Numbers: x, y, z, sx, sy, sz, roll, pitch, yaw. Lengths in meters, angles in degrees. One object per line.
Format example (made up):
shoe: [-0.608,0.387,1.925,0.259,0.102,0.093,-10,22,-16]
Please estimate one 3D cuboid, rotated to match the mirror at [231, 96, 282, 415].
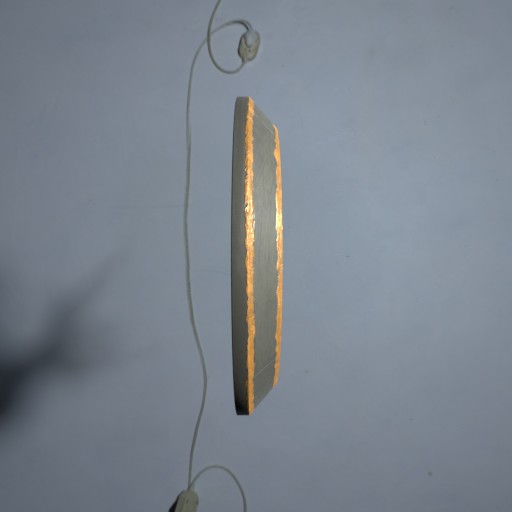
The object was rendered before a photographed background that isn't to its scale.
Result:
mirror: [0.000,0.000,1.341,0.111,0.907,0.907,0,90,0]
